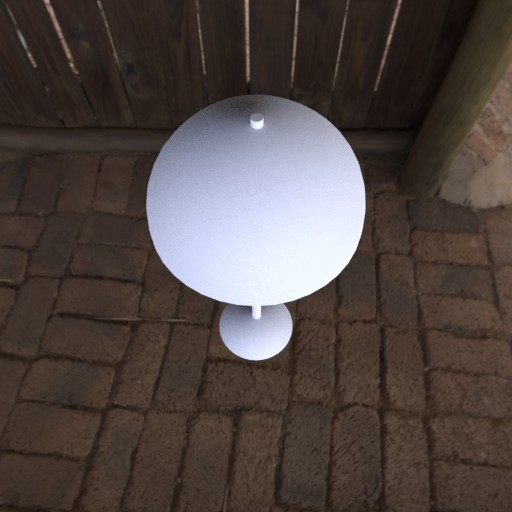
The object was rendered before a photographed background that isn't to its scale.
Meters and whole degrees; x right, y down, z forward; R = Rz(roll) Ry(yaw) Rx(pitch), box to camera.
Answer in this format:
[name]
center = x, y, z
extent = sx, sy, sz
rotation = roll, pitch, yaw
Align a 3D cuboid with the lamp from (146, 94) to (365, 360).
[lamp]
center = 0.000, 0.000, 0.419
extent = 0.171, 0.330, 0.171
rotation = 0, 58, 0
